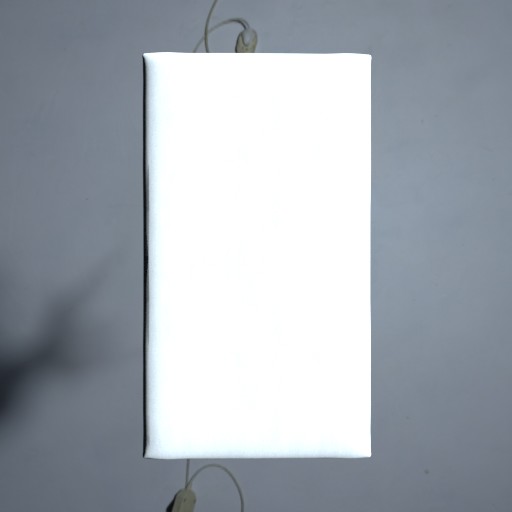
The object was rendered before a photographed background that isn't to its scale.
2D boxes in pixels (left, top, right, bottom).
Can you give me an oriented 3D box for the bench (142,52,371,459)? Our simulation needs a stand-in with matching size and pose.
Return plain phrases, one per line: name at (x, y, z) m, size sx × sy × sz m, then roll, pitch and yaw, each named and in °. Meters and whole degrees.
bench at (0.000, 0.000, 1.158) m, size 0.500 × 0.449 × 0.887 m, roll 0°, pitch 90°, yaw -1°
